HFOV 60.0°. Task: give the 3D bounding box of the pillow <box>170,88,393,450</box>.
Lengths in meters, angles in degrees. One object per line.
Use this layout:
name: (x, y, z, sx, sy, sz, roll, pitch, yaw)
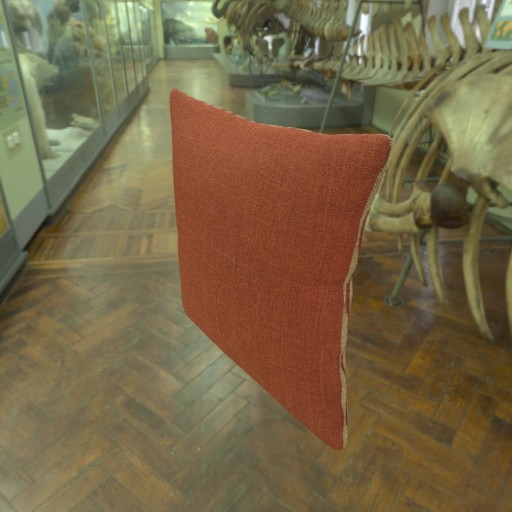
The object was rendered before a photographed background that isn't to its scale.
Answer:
pillow: (0.000, 0.000, 0.661, 0.159, 0.434, 0.429, -20, 33, -33)
